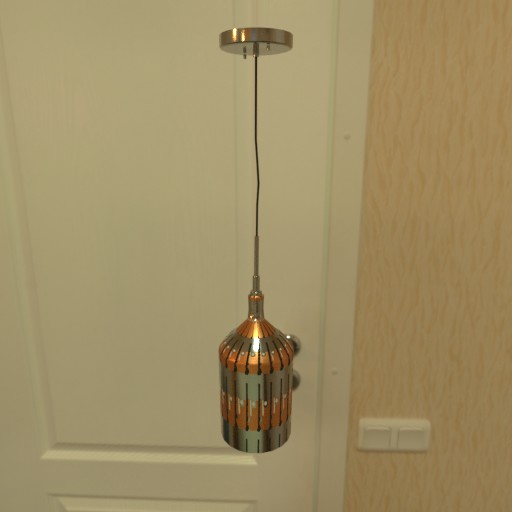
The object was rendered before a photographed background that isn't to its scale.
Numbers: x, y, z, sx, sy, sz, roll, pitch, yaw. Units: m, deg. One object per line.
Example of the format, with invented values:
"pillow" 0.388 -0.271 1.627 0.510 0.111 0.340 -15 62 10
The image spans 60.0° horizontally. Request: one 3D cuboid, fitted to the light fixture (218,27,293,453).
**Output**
"light fixture" 0.000 0.000 1.692 0.303 1.535 0.303 0 15 0
